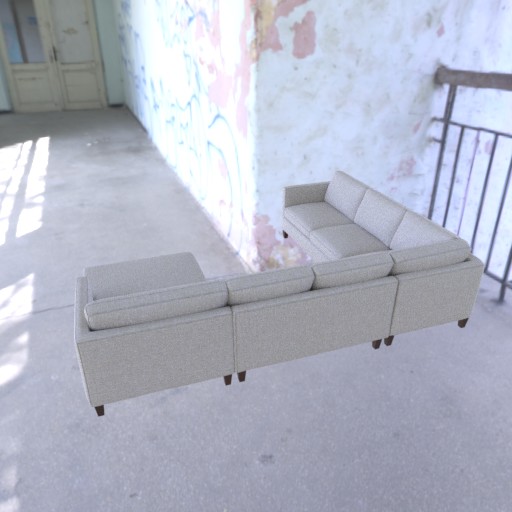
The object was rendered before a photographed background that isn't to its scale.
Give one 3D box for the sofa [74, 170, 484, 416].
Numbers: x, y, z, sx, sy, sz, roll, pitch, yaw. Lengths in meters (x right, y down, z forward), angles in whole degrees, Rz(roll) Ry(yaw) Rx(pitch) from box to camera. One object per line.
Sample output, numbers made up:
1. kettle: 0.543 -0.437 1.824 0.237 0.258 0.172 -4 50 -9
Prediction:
1. sofa: 0.000 0.000 4.526 3.403 0.889 2.551 -9 29 -17
